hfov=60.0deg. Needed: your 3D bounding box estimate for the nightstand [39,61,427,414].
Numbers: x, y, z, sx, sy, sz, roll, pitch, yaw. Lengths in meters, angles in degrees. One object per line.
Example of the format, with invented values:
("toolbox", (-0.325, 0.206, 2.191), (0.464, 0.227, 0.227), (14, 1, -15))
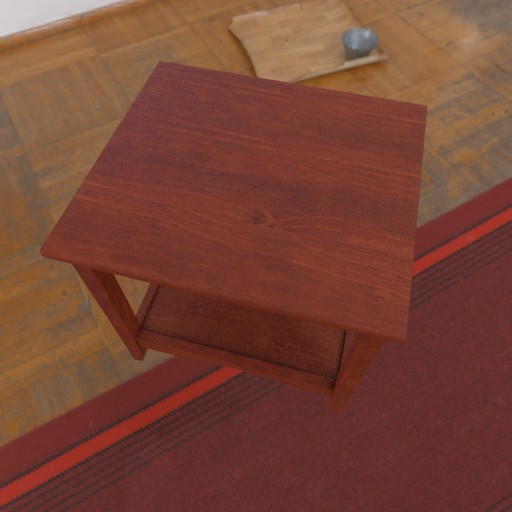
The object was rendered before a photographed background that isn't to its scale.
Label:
("nightstand", (0.000, 0.000, 1.005), (0.558, 0.558, 0.501), (13, 58, 8))
